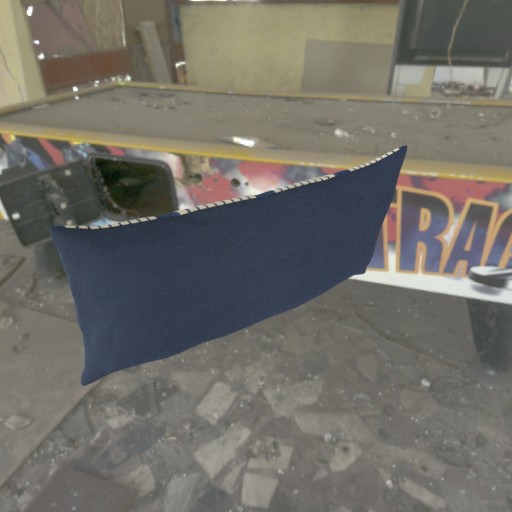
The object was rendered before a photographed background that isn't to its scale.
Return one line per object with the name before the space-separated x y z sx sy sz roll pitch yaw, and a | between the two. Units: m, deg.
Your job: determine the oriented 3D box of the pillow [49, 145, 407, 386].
pillow | 0.000 0.000 0.736 0.608 0.292 0.156 -18 34 -29
